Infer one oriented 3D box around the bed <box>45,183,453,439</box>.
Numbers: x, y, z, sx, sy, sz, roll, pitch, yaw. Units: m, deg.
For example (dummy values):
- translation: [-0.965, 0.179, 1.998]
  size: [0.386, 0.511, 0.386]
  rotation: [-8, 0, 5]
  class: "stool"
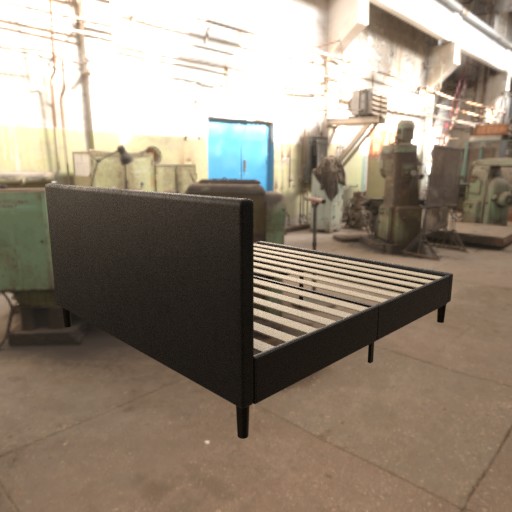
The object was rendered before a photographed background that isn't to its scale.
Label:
- translation: [0.000, 0.000, 3.232]
  size: [2.152, 1.046, 2.018]
  rotation: [-11, 16, -44]
  class: "bed"
